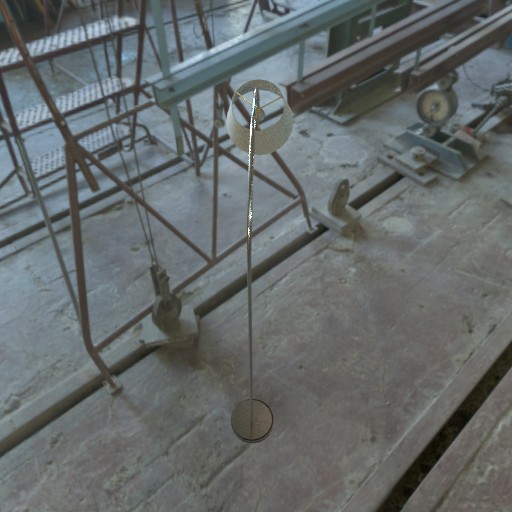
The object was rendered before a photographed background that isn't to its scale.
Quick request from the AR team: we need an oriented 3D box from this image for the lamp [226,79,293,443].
[{"bbox_3d":[0.000,0.000,2.692,0.406,2.098,1.445,2,46,2],"label":"lamp"}]
